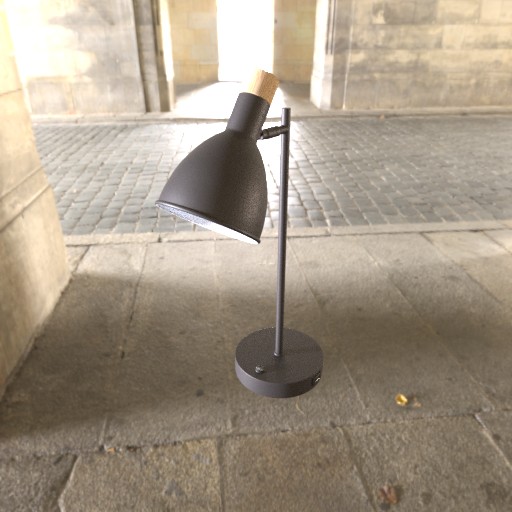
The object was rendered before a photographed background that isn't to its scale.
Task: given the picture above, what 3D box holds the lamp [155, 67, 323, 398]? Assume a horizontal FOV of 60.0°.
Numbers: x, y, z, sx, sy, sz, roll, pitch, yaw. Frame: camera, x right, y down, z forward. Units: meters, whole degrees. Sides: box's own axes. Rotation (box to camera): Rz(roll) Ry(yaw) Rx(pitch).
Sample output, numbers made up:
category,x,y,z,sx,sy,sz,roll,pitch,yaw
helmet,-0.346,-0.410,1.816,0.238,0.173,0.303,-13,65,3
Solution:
category,x,y,z,sx,sy,sz,roll,pitch,yaw
lamp,0.000,0.000,0.615,0.152,0.483,0.287,19,32,33
